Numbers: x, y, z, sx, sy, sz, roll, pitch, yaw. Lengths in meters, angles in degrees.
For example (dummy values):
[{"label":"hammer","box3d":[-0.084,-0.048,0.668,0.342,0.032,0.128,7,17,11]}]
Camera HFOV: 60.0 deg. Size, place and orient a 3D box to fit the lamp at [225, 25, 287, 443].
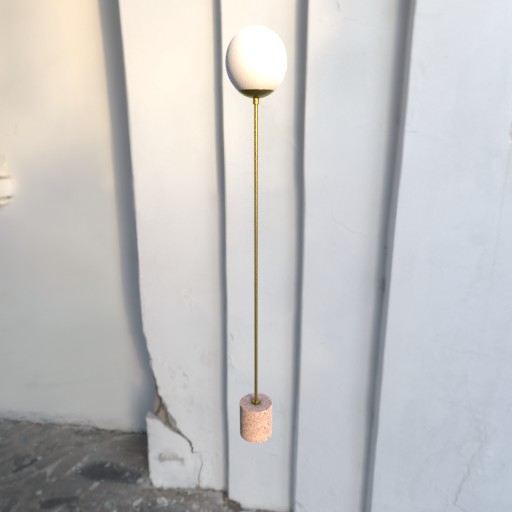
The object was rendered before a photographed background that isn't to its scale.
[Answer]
[{"label":"lamp","box3d":[0.000,0.000,1.864,0.229,1.748,0.229,8,18,26]}]
